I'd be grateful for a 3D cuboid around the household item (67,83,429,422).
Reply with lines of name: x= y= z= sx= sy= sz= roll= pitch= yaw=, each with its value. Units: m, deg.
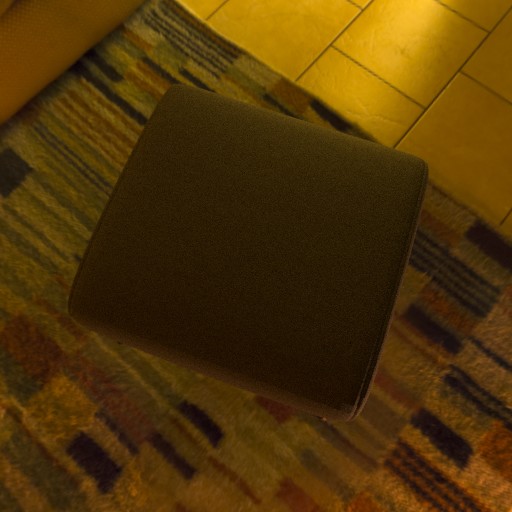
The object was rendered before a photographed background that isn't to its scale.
household item: x=0.000 y=0.000 z=0.913 sx=0.530 sy=0.410 sz=0.530 roll=19 pitch=75 yaw=5
